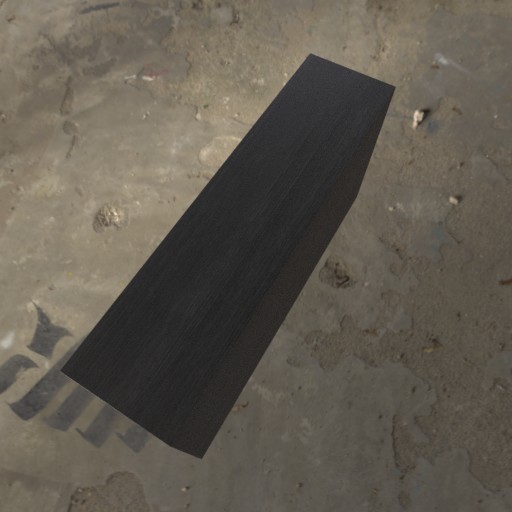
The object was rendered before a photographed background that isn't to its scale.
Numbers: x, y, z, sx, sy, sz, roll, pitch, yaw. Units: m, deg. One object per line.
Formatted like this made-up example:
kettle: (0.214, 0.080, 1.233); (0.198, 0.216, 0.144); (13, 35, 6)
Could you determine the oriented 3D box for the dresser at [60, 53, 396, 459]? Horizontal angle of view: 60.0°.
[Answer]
dresser: (0.000, 0.000, 1.920); (0.400, 0.795, 1.590); (28, 66, 13)
